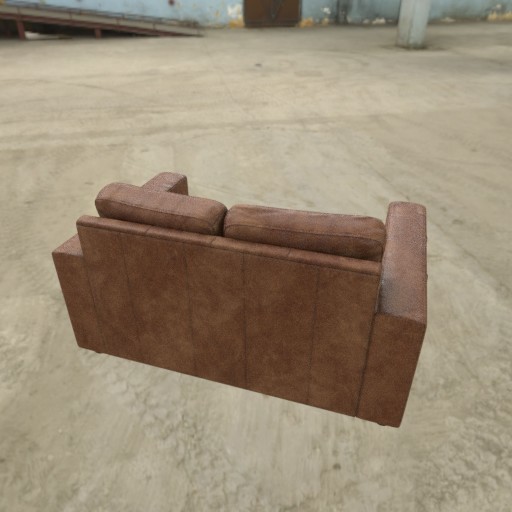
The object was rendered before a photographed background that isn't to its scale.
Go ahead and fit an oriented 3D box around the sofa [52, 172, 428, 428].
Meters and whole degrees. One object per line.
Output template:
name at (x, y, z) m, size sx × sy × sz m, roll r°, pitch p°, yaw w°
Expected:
sofa at (0.000, 0.000, 2.284) m, size 1.626 × 0.889 × 1.041 m, roll 10°, pitch 33°, yaw 15°
